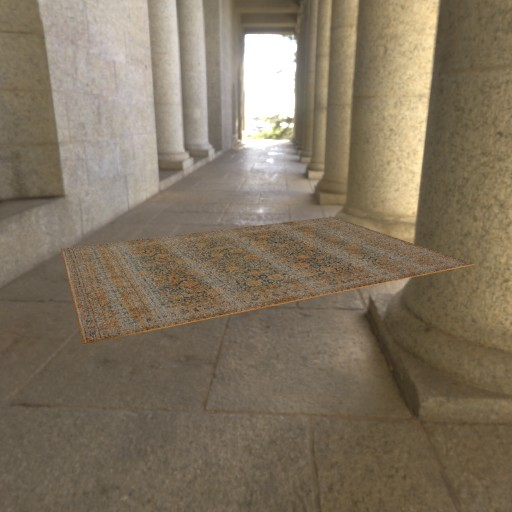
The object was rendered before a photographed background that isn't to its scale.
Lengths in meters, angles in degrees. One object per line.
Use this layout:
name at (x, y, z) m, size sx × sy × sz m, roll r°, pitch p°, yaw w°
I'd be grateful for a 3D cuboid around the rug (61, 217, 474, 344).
rug at (0.000, 0.000, 2.977) m, size 2.336 × 0.007 × 1.525 m, roll -8°, pitch 20°, yaw -25°
